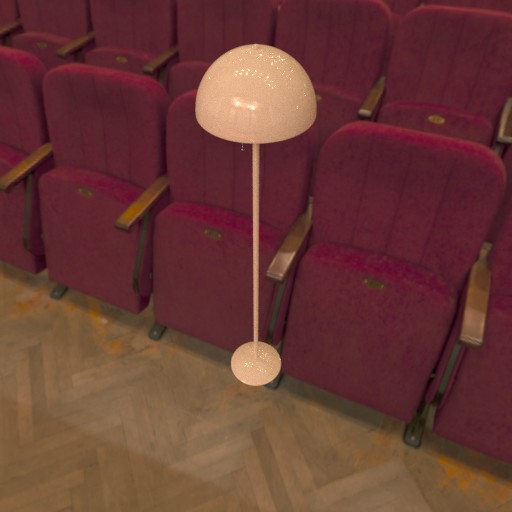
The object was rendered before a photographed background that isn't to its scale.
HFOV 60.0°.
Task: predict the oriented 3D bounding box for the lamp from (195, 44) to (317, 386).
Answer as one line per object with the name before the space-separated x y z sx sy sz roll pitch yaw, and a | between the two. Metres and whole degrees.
lamp | 0.000 0.000 1.615 0.328 1.480 0.328 18 48 17
